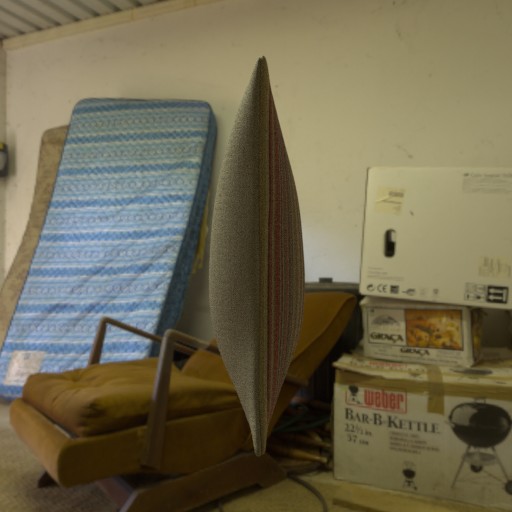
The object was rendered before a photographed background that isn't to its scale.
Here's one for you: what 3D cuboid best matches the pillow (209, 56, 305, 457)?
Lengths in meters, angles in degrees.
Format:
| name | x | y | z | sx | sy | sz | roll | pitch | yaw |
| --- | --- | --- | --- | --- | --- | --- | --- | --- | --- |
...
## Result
| name | x | y | z | sx | sy | sz | roll | pitch | yaw |
| --- | --- | --- | --- | --- | --- | --- | --- | --- | --- |
| pillow | 0.000 | 0.000 | 0.668 | 0.136 | 0.419 | 0.437 | 0 | 0 | -1 |
